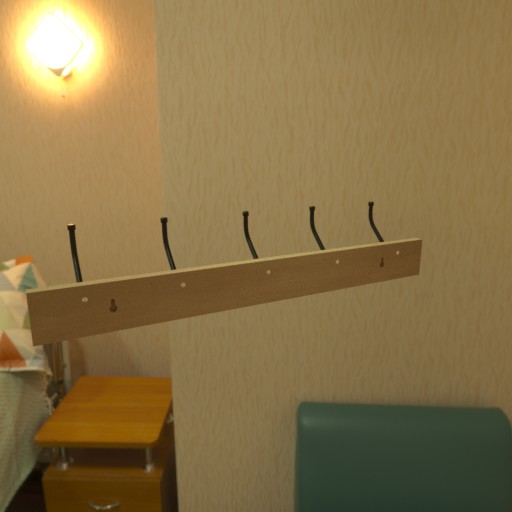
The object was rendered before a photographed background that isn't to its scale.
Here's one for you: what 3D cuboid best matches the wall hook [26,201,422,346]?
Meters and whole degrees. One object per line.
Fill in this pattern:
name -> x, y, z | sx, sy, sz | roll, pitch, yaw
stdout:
wall hook -> 0.000, 0.000, 0.615 | 0.571, 0.117, 0.071 | -7, 16, -27
